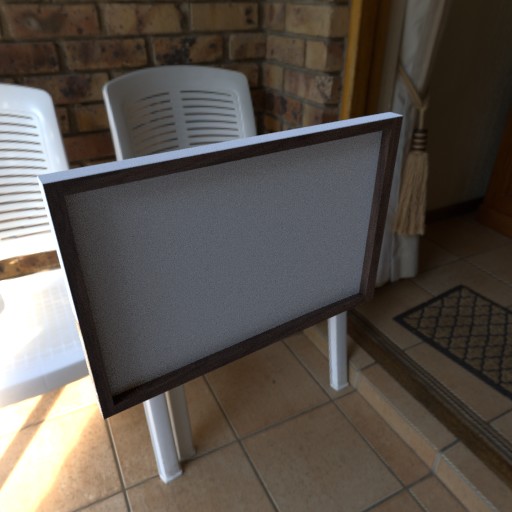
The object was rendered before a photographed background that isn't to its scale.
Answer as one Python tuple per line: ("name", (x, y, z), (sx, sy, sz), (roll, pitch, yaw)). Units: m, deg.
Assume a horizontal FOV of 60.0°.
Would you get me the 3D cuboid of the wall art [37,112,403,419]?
("wall art", (0.000, 0.000, 1.153), (0.914, 0.610, 0.050), (-18, 35, -28))
